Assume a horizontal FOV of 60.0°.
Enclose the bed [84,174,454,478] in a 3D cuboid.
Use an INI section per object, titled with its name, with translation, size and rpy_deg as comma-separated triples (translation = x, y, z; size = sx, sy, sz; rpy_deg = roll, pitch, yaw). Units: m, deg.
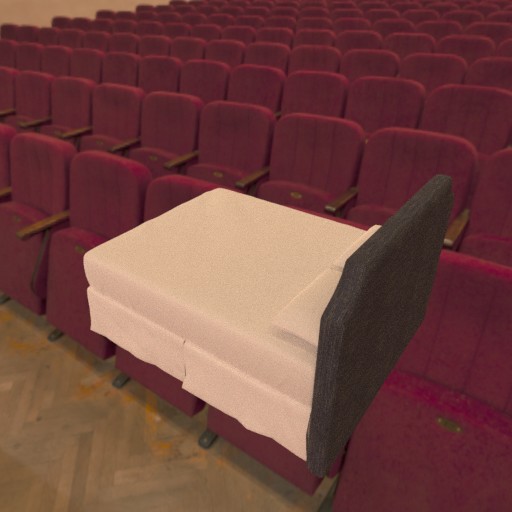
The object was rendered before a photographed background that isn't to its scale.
[bed]
translation = 0.000, 0.000, 3.163
size = 2.116, 1.290, 1.693
rpy_deg = 21, 37, 30
